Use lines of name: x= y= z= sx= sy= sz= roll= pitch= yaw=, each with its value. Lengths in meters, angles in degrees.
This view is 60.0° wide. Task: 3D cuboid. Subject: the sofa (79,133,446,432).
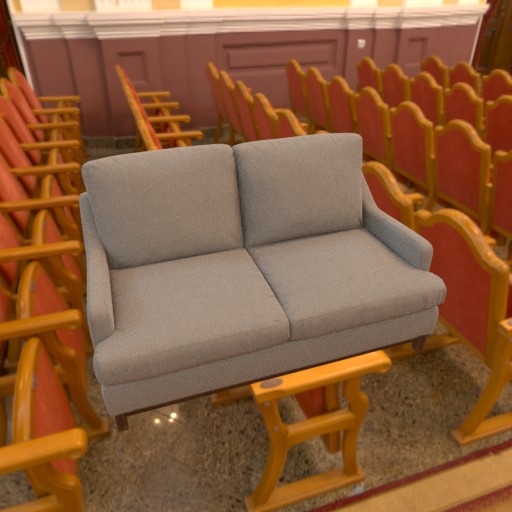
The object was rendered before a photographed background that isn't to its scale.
sofa: x=0.000 y=0.000 z=2.192 sx=1.589 sy=0.921 sz=0.987 roll=-10 pitch=34 yaw=-16
